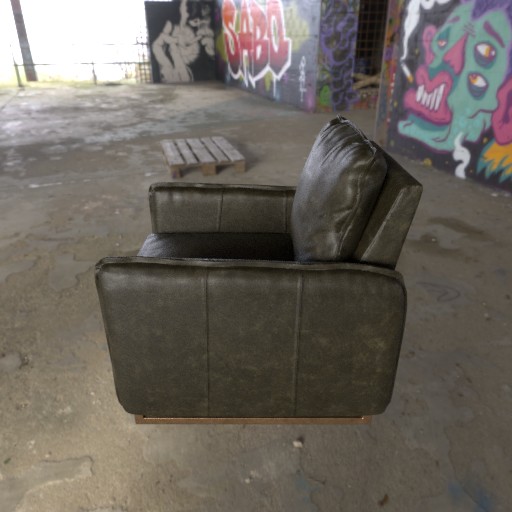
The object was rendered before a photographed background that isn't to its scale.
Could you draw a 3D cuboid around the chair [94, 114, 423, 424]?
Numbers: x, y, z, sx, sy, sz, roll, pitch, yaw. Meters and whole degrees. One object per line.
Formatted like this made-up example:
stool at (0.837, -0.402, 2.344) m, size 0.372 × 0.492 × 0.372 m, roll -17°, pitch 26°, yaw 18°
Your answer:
chair at (0.000, 0.000, 1.612) m, size 0.921 × 0.921 × 0.830 m, roll 0°, pitch 27°, yaw 0°
